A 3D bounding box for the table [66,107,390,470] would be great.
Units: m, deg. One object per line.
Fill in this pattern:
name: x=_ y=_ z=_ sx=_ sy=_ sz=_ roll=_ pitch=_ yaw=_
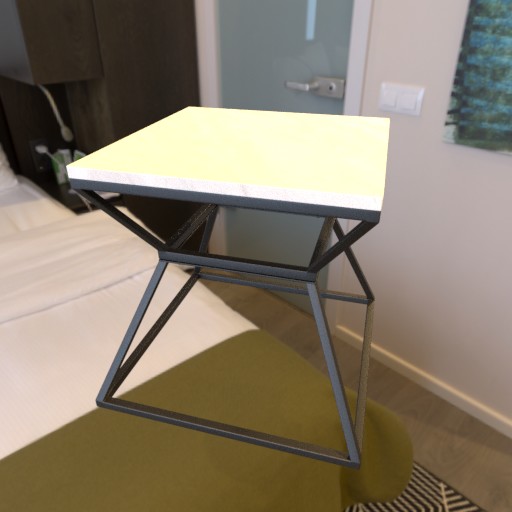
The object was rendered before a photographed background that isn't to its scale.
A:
table: x=0.000 y=0.000 z=0.810 sx=0.455 sy=0.431 sz=0.455 roll=8 pitch=30 yaw=14
